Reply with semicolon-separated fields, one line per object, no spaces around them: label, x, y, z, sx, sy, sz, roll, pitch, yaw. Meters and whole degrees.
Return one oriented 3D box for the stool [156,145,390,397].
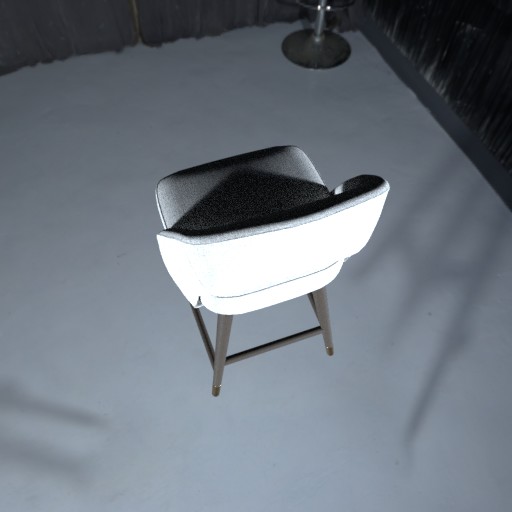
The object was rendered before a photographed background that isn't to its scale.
stool;0.000;0.000;1.247;0.494;0.940;0.509;-17;59;-11
